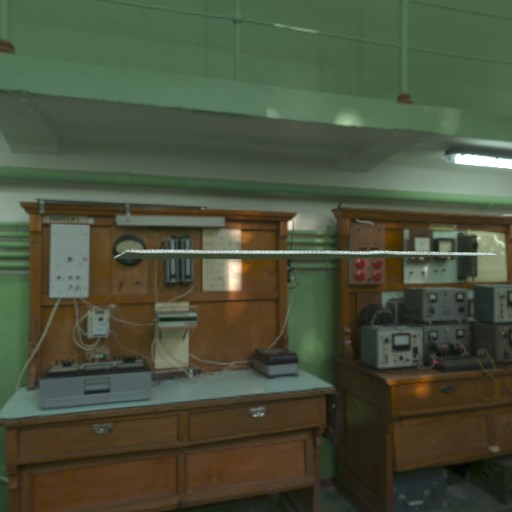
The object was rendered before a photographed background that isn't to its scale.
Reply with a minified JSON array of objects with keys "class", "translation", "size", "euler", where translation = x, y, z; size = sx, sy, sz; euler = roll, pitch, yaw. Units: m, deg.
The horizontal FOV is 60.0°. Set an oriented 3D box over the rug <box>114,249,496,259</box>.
[{"class":"rug","translation":[0.000,0.000,4.061],"size":[2.429,0.030,3.052],"euler":[0,-1,-19]}]
